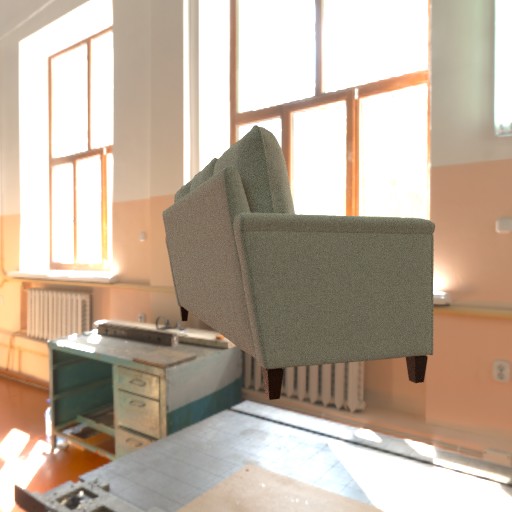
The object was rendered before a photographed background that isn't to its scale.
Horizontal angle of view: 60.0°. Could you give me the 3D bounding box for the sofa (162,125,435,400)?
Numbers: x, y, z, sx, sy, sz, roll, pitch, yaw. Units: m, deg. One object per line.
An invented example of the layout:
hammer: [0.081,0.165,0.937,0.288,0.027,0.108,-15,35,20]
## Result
sofa: [0.000,0.000,2.457,0.828,0.961,1.925,0,0,-19]
